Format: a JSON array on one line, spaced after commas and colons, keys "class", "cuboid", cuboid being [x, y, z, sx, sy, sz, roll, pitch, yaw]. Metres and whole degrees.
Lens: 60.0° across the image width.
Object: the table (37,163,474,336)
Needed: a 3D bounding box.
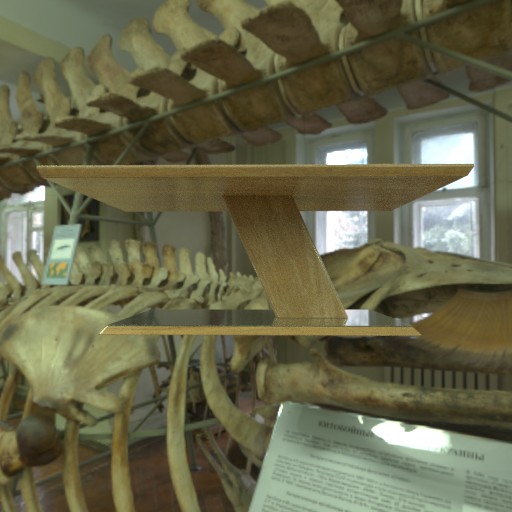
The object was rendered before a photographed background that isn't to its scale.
[{"class": "table", "cuboid": [0.000, 0.000, 1.453, 1.100, 0.441, 0.692, 0, -2, 1]}]
